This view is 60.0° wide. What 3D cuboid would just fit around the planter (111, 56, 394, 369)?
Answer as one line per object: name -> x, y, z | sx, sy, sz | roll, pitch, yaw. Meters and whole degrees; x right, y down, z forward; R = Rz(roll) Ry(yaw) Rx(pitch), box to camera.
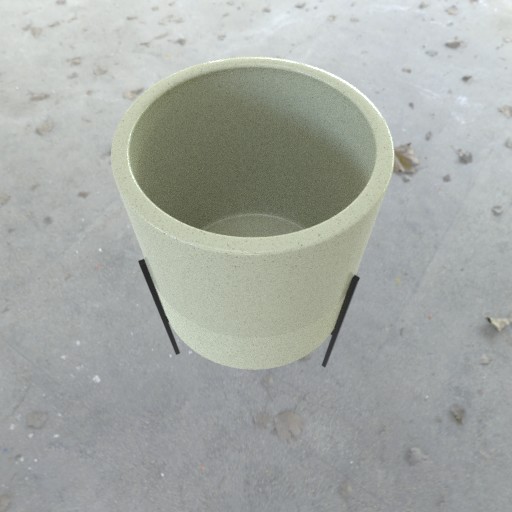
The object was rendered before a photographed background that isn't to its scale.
planter -> 0.000, 0.000, 0.691 | 0.323, 0.475, 0.314 | 30, 61, 18
